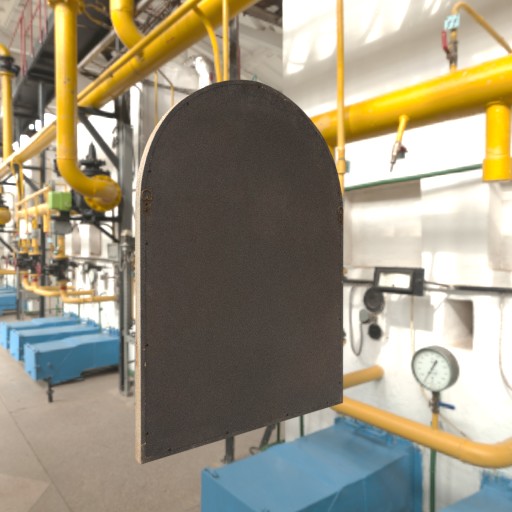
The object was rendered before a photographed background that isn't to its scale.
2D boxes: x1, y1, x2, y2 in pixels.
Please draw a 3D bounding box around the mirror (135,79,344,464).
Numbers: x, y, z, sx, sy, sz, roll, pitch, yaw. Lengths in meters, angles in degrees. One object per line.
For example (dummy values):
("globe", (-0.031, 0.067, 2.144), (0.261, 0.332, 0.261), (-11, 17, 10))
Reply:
("mirror", (0.000, 0.000, 1.187), (0.660, 0.920, 0.032), (0, 1, -37))
